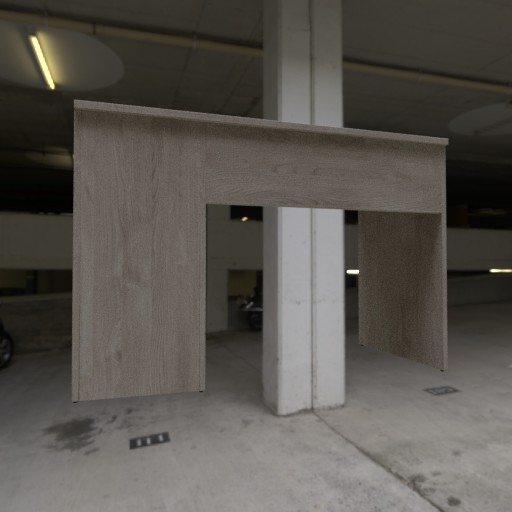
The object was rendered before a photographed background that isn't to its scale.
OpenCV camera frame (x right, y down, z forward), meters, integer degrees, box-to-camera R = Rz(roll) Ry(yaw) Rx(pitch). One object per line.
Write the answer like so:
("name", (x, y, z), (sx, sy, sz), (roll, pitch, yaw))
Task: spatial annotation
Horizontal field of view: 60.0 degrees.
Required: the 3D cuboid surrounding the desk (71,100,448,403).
("desk", (0.000, 0.000, 1.493), (1.097, 0.735, 0.560), (0, -1, -17))
